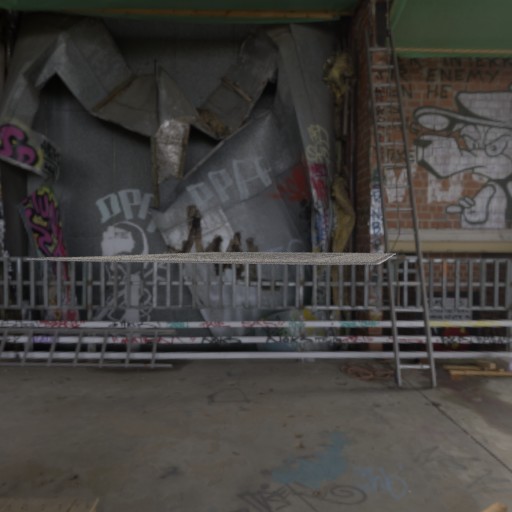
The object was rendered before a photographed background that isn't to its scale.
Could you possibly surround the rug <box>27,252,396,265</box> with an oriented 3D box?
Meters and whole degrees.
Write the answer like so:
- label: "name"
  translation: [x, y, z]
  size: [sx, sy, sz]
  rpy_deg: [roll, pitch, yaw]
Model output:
- label: "rug"
  translation: [0.000, 0.000, 4.224]
  size: [2.451, 0.026, 3.069]
  rpy_deg: [1, 2, 19]
